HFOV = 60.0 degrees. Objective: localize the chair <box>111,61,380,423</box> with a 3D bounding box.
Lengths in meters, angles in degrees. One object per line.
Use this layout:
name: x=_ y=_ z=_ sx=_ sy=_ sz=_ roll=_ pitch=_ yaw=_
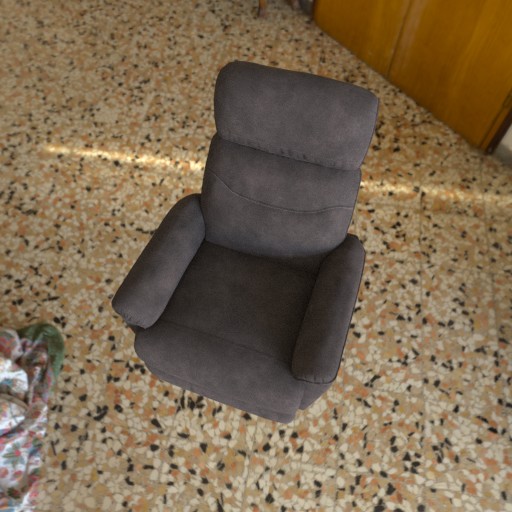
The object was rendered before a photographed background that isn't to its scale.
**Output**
chair: x=0.000 y=0.000 z=1.745 sx=0.830 sy=1.035 sz=1.009 roll=17 pitch=60 yaw=10
